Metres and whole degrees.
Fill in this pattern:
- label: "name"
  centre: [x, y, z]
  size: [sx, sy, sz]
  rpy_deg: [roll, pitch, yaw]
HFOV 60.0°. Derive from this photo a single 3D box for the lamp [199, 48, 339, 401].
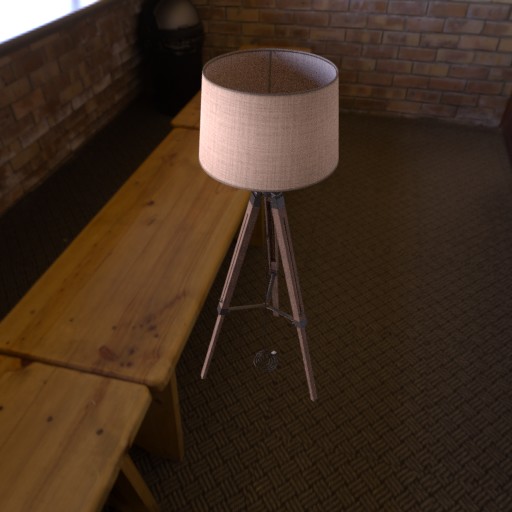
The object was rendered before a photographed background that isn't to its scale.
- label: "lamp"
  centre: [0.000, 0.000, 1.859]
  size: [0.587, 1.510, 0.604]
  rpy_deg: [-12, 42, -14]
